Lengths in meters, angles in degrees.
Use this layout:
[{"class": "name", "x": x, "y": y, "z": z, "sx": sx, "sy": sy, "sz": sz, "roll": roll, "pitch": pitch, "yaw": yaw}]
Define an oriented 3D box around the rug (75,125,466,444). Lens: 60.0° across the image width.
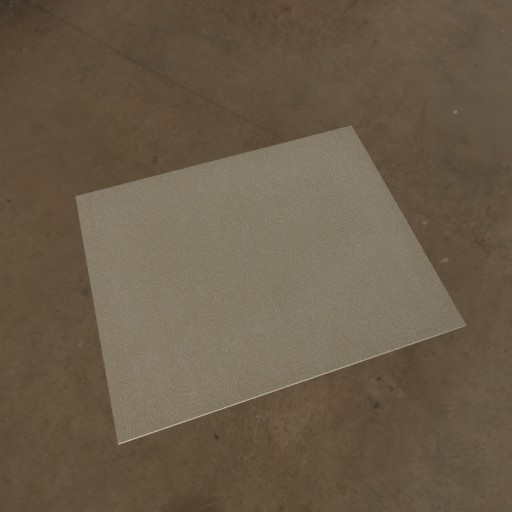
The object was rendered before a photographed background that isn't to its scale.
[{"class": "rug", "x": 0.000, "y": 0.000, "z": 3.535, "sx": 2.584, "sy": 0.011, "sz": 2.073, "roll": -16, "pitch": 64, "yaw": -8}]
